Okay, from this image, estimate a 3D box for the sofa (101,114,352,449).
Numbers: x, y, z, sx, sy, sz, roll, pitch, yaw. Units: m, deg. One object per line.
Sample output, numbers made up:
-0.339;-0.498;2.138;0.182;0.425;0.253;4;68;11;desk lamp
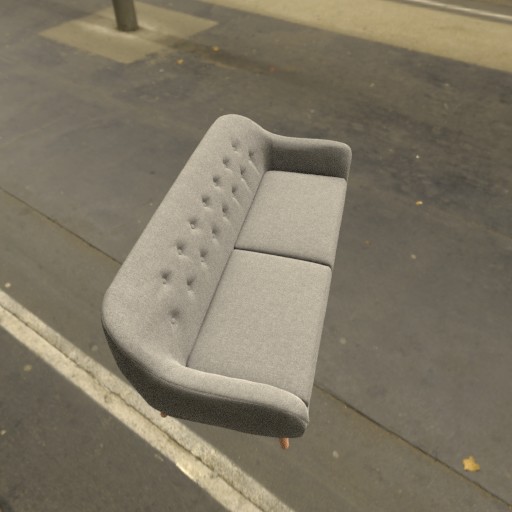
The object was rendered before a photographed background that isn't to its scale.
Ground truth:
0.000;0.000;2.312;0.820;0.820;1.840;10;46;10;sofa
